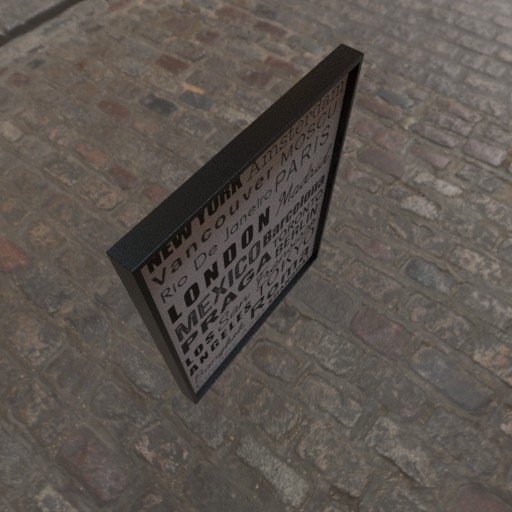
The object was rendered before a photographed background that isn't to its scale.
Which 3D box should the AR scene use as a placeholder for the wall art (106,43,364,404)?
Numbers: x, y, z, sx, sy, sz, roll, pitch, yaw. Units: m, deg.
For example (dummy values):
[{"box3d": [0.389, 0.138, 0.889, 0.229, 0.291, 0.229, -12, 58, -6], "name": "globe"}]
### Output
[{"box3d": [0.000, 0.000, 0.770, 0.038, 0.551, 0.448, 34, 64, 19], "name": "wall art"}]
